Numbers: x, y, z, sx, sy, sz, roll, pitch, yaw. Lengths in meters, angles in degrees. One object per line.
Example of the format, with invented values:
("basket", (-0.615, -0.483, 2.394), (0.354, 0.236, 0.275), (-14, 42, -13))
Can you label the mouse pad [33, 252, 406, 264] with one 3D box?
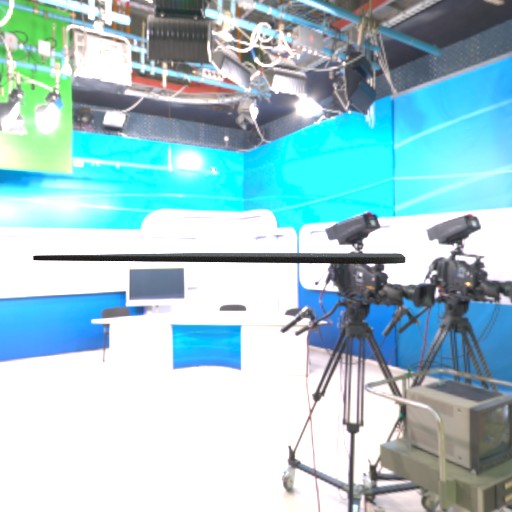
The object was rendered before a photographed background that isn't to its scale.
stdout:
("mouse pad", (0.000, 0.000, 0.322), (0.203, 0.003, 0.229), (0, 1, 18))
